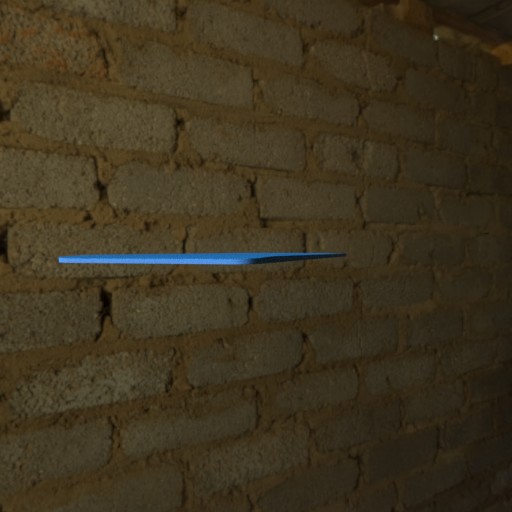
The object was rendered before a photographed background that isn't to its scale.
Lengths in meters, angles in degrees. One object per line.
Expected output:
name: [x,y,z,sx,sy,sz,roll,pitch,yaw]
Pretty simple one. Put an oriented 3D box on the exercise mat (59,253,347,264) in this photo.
exercise mat: [0.000,0.000,2.054,0.616,0.021,1.869,0,1,19]
